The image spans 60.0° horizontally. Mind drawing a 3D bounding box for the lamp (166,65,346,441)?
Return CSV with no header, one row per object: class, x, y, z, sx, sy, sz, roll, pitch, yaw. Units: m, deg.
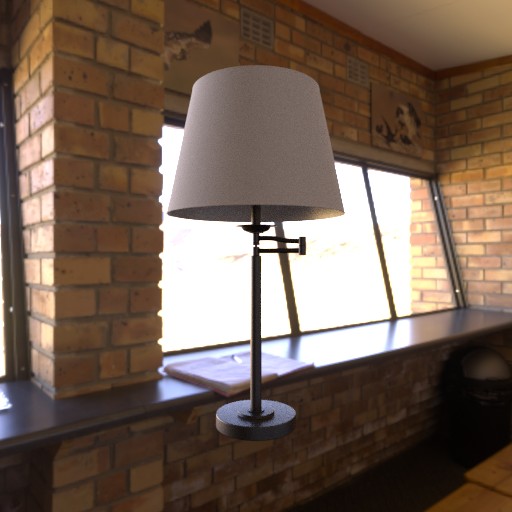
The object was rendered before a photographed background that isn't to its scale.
lamp,0.000,0.000,0.915,0.363,0.696,0.363,0,0,0
